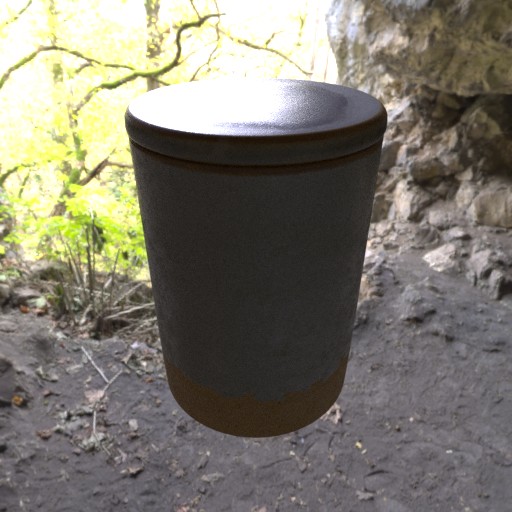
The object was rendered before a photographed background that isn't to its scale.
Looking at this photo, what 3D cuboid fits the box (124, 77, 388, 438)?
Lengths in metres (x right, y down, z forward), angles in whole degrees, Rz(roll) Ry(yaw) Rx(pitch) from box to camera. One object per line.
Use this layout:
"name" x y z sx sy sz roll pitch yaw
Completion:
"box" 0.000 0.000 0.246 0.118 0.168 0.118 0 32 0
